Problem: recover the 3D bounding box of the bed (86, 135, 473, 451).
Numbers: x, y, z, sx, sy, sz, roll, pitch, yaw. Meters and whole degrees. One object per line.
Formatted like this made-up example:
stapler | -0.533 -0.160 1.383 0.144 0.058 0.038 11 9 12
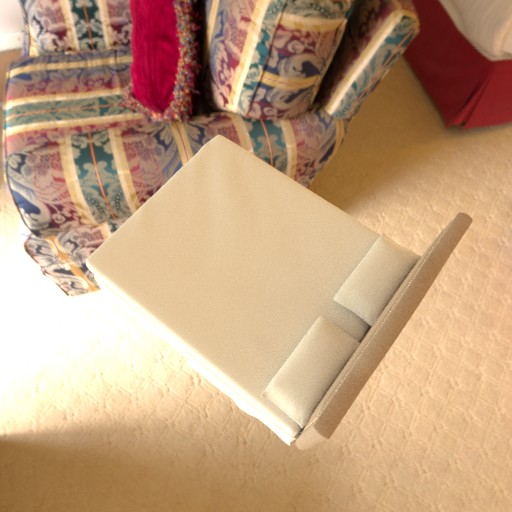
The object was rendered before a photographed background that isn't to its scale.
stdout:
bed | 0.000 0.000 3.464 2.282 1.436 1.821 35 69 16
